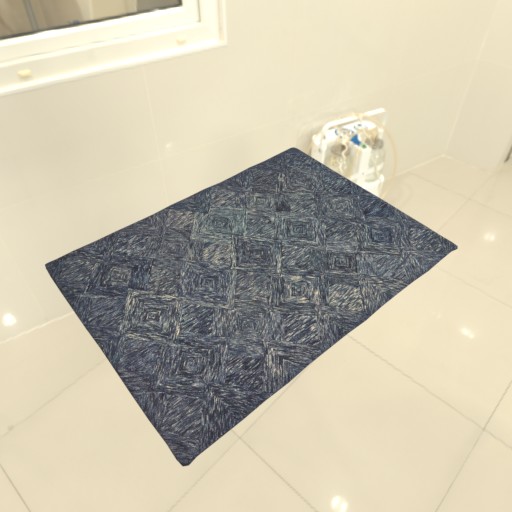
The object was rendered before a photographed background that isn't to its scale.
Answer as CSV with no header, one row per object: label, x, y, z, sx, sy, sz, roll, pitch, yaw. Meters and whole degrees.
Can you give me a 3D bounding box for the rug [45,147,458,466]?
rug,0.000,0.000,4.266,3.245,0.024,2.385,-31,53,-27
